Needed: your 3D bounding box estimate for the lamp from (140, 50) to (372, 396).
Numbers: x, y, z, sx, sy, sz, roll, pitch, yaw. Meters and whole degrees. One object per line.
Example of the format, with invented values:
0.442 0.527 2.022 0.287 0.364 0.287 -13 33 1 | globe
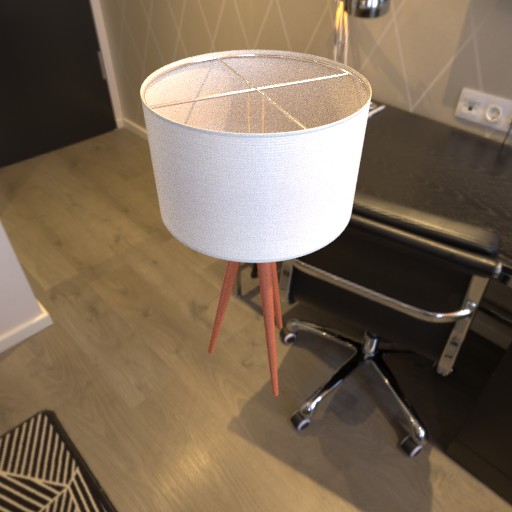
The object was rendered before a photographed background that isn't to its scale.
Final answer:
0.000 0.000 0.922 0.354 0.709 0.355 11 42 12 | lamp
